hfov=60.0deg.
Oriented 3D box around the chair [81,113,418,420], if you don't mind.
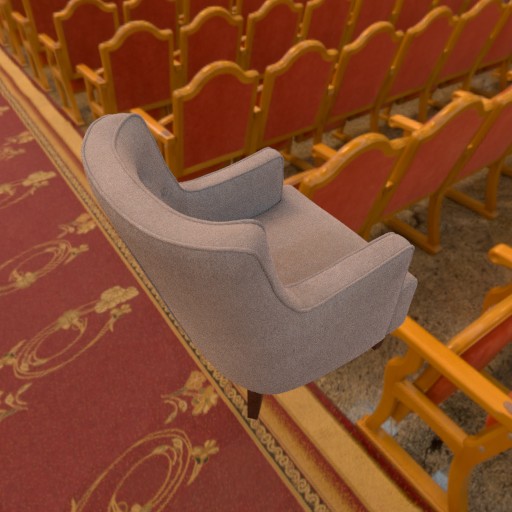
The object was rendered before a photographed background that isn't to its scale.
[{"bbox_3d":[0.000,0.000,1.533,0.910,0.919,0.781,-25,48,-25],"label":"chair"}]
